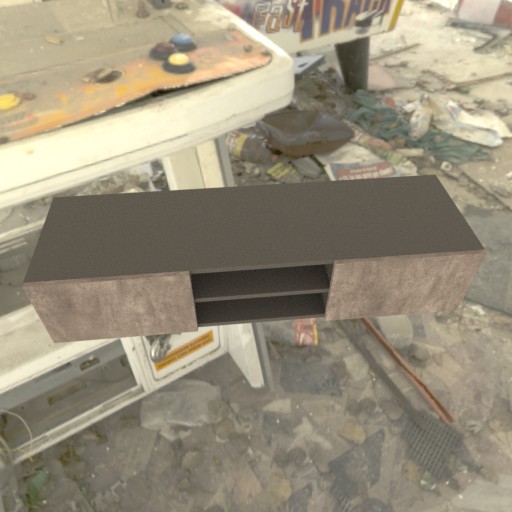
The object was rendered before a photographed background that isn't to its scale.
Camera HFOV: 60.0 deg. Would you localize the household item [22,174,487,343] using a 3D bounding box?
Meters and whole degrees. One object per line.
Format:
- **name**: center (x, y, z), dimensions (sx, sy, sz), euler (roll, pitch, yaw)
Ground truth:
- **household item**: center (0.000, 0.000, 1.582), dimensions (1.400, 0.310, 0.420), euler (-4, 45, -4)
